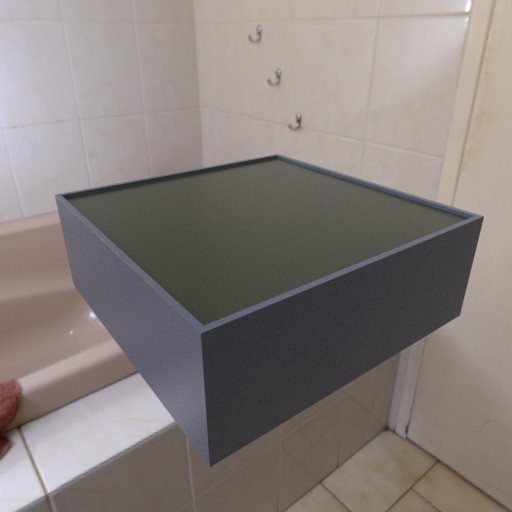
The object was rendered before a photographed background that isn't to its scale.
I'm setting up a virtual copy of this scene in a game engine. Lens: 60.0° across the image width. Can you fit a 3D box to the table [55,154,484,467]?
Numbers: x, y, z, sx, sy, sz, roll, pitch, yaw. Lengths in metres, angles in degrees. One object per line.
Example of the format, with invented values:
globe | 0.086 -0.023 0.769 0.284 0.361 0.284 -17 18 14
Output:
table | 0.000 0.000 1.228 0.801 0.299 0.801 -18 32 -32
